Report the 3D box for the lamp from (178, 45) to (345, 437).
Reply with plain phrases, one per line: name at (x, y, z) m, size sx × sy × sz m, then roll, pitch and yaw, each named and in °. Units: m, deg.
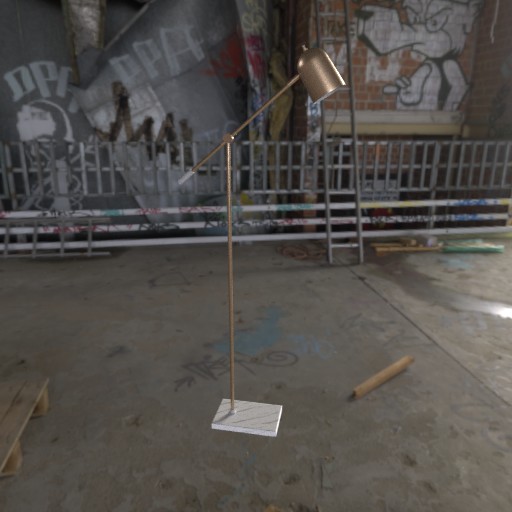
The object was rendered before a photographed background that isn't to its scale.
lamp at (0.000, 0.000, 1.842) m, size 0.653 × 1.594 × 0.194 m, roll 3°, pitch 17°, yaw 11°
